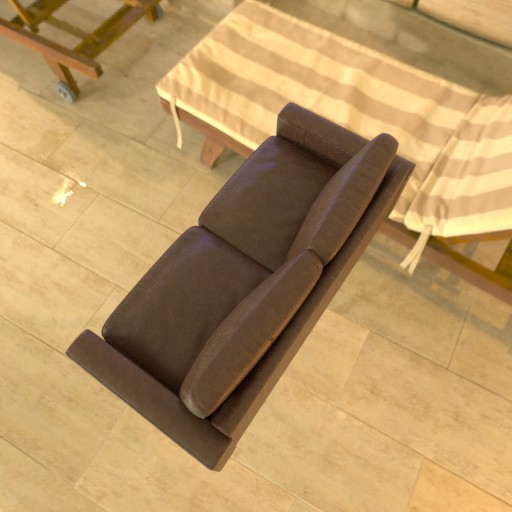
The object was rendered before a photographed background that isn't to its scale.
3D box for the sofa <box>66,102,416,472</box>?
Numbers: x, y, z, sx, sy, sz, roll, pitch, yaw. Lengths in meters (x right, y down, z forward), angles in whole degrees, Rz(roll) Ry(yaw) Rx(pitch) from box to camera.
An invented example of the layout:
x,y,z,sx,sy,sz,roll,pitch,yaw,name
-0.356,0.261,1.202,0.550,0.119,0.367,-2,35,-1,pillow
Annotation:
x,y,z,sx,sy,sz,roll,pitch,yaw,name
0.000,0.000,2.695,1.016,0.873,2.179,32,68,15,sofa
